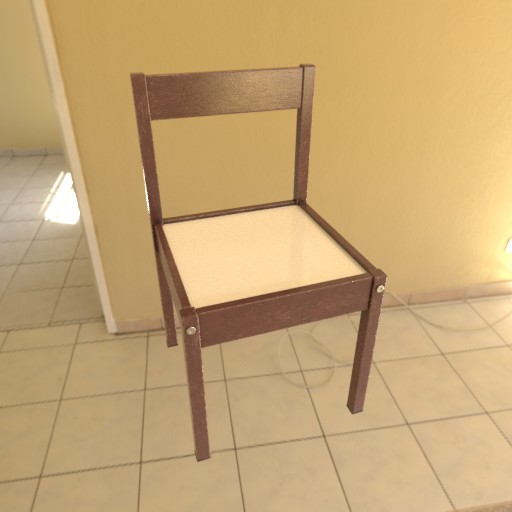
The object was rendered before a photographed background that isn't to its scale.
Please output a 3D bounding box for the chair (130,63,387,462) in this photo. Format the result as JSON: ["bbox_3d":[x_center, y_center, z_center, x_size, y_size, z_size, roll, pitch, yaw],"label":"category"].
[{"bbox_3d":[0.000,0.000,0.688,0.285,0.505,0.285,-10,33,-16],"label":"chair"}]
